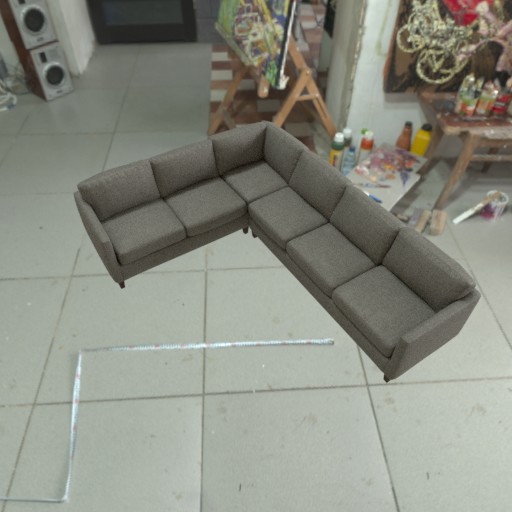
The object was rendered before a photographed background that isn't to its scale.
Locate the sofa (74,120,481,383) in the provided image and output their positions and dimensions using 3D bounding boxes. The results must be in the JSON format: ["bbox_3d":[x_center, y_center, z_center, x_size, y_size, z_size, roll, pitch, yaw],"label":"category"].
[{"bbox_3d":[0.000,0.000,4.423,2.593,0.947,3.302,-25,52,-22],"label":"sofa"}]
